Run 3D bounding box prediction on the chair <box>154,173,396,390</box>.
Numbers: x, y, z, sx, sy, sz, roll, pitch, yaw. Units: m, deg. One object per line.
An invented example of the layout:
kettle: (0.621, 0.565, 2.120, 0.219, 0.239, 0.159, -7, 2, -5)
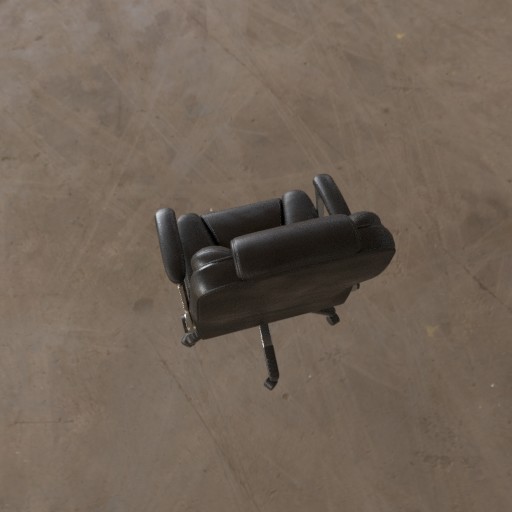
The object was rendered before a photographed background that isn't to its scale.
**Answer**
chair: (0.000, 0.000, 1.536, 0.697, 1.075, 0.689, -13, 61, -7)
